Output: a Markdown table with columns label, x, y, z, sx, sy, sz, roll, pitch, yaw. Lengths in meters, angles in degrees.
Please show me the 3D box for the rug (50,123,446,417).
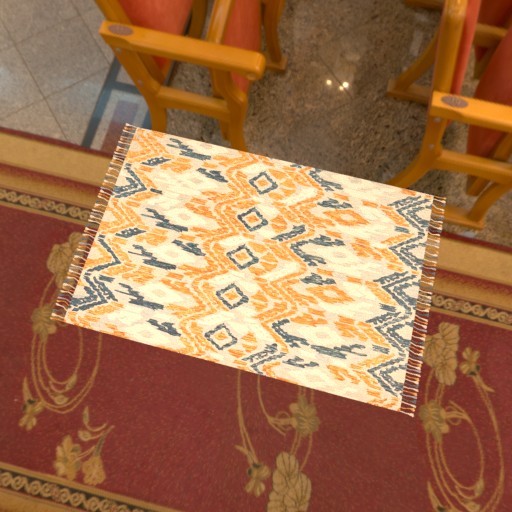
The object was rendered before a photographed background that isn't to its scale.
| label | x | y | z | sx | sy | sz | roll | pitch | yaw |
| --- | --- | --- | --- | --- | --- | --- | --- | --- | --- |
| rug | 0.000 | 0.000 | 3.048 | 2.428 | 0.010 | 1.533 | 14 | 74 | 4 |
